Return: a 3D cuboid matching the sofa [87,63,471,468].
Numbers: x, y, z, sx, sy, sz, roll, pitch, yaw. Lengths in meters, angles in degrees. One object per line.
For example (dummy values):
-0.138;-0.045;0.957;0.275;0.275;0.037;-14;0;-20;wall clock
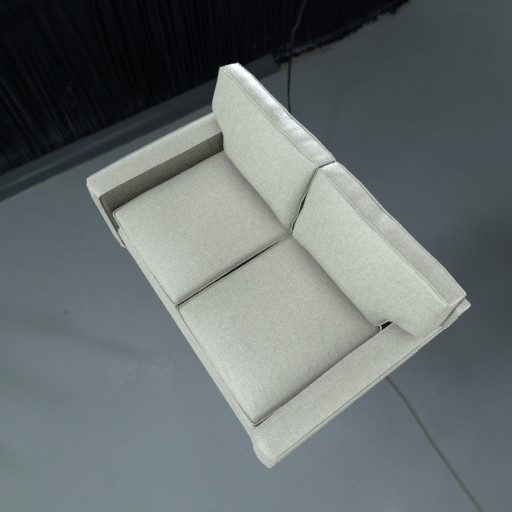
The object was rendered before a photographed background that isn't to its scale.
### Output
0.000;0.000;2.020;0.940;0.853;1.484;-32;68;-15;sofa
